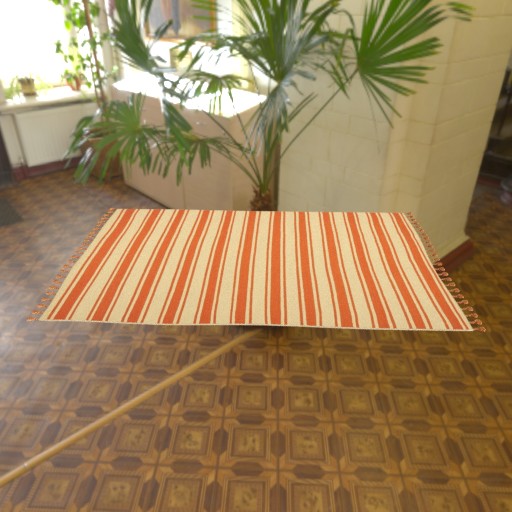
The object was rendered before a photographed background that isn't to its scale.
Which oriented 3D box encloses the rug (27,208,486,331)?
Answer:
[{"bbox_3d":[0.000,0.000,2.514,2.092,0.017,1.232,1,31,2],"label":"rug"}]
